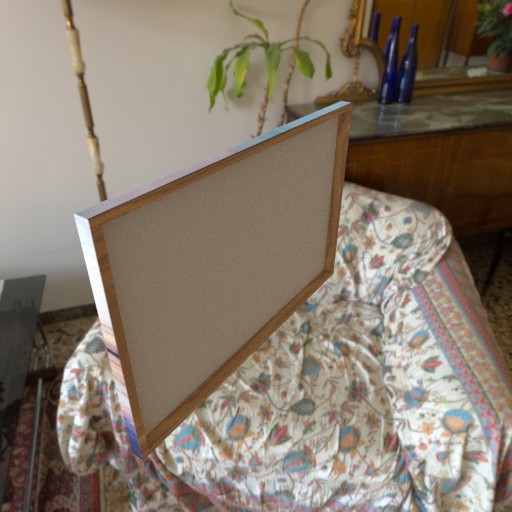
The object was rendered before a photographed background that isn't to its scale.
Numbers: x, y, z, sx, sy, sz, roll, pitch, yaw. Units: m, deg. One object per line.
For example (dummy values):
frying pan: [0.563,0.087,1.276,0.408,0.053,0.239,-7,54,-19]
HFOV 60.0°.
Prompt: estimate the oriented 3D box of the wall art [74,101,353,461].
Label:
wall art: [0.000,0.000,1.149,0.037,0.605,0.911,21,38,30]
